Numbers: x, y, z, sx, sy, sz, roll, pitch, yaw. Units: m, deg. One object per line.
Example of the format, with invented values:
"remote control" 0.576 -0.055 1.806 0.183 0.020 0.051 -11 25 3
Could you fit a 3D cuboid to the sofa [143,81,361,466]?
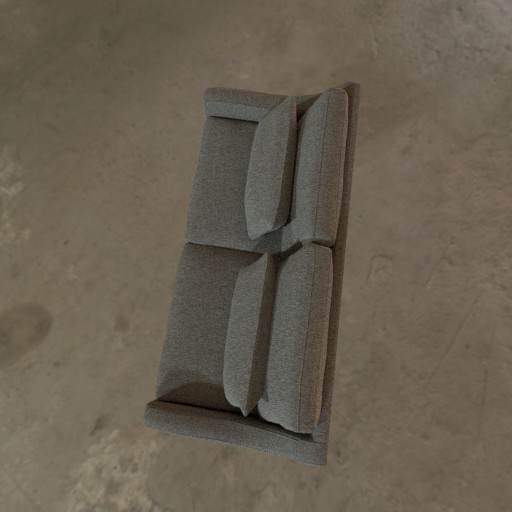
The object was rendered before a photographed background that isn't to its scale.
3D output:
"sofa" 0.000 0.000 3.027 1.103 0.998 2.418 8 76 2
